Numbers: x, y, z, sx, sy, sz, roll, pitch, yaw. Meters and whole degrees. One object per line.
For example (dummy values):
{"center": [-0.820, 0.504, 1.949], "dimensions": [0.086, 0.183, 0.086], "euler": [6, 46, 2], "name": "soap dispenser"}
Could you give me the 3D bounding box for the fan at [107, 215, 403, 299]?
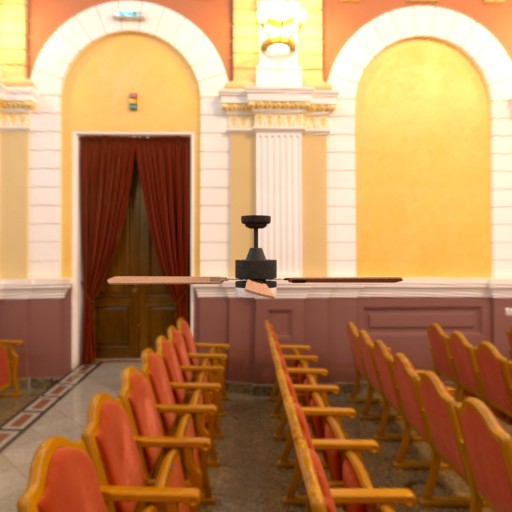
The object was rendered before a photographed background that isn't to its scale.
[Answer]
{"center": [0.000, 0.000, 1.986], "dimensions": [1.320, 0.355, 1.320], "euler": [0, 1, -1], "name": "fan"}
